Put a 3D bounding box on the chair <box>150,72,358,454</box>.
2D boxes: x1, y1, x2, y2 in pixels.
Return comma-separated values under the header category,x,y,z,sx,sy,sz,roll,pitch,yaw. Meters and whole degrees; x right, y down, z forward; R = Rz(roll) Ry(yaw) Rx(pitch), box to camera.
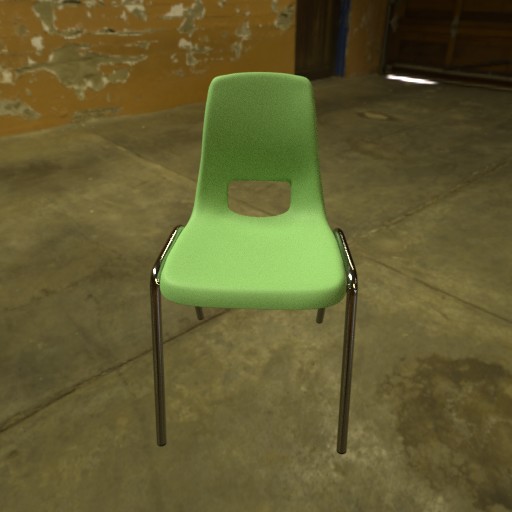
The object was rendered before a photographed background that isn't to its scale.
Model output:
category,x,y,z,sx,sy,sz,roll,pitch,yaw
chair,0.000,0.000,0.911,0.381,0.653,0.436,1,30,2
